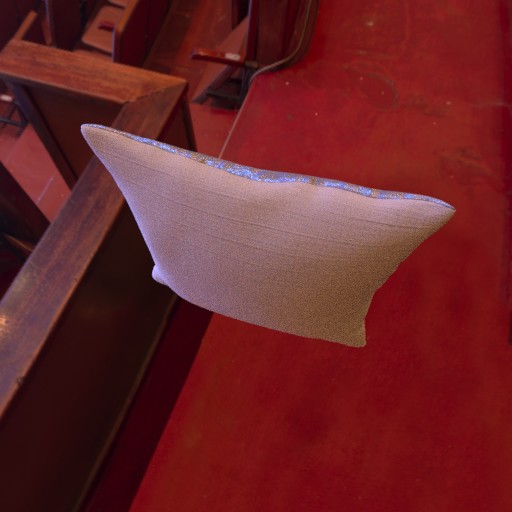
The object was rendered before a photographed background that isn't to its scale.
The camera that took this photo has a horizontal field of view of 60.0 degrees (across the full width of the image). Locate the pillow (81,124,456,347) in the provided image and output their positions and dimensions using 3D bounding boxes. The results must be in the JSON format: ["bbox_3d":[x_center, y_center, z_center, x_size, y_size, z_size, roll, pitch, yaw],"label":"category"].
[{"bbox_3d":[0.000,0.000,0.730,0.470,0.464,0.175,15,64,8],"label":"pillow"}]
